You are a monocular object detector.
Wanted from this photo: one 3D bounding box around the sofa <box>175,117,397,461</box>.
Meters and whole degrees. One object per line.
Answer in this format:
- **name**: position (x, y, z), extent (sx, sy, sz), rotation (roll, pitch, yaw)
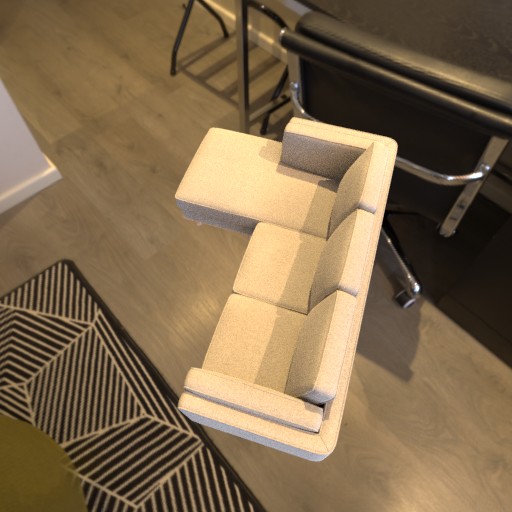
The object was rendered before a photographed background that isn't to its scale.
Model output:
- **sofa**: position (0.000, 0.000, 3.226), extent (1.604, 0.929, 2.411), rotation (15, 60, 9)
